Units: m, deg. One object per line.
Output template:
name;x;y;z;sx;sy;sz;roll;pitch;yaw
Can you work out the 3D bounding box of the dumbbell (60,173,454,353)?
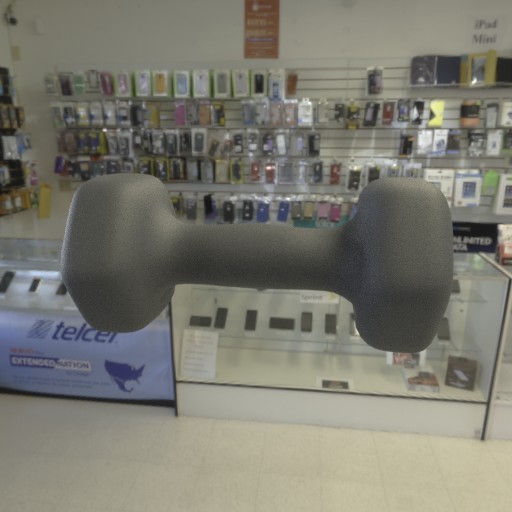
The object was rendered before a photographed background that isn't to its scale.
dumbbell;0.000;0.000;0.298;0.240;0.105;0.116;3;16;9
